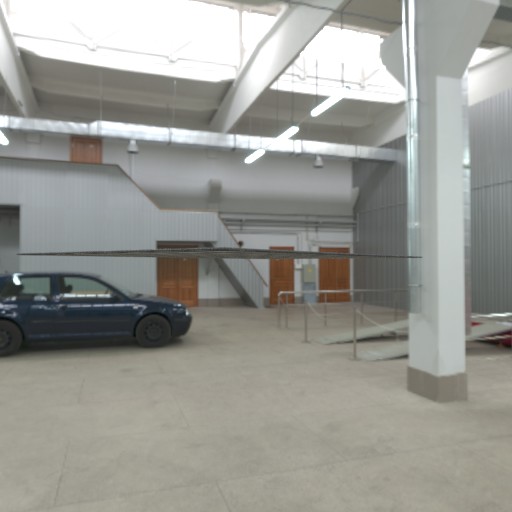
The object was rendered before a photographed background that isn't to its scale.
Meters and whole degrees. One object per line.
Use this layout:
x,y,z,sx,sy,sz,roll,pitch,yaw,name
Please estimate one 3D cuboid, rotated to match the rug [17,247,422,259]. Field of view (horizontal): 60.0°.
0.000,0.000,3.040,1.554,0.011,2.476,-1,-1,36,rug
